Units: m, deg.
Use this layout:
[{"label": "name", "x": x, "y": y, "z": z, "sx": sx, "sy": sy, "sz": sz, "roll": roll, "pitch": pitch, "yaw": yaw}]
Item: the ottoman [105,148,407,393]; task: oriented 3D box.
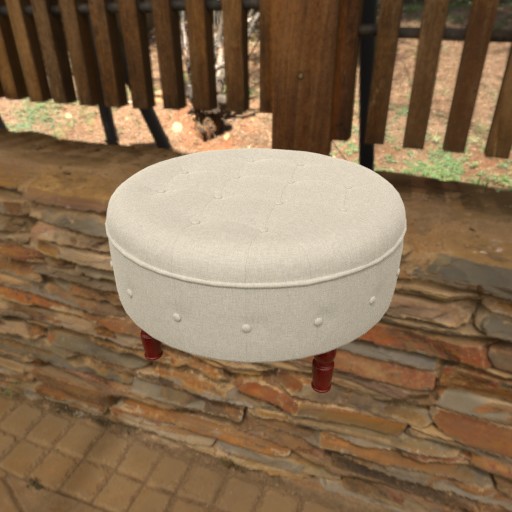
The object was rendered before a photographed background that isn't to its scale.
[{"label": "ottoman", "x": 0.000, "y": 0.000, "z": 1.383, "sx": 0.850, "sy": 0.483, "sz": 0.850, "roll": 0, "pitch": 29, "yaw": 0}]
